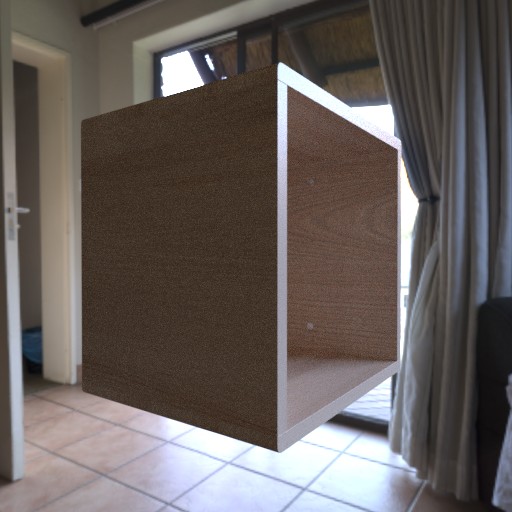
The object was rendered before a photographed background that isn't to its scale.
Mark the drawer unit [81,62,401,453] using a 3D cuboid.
[{"bbox_3d":[0.000,0.000,0.609,0.290,0.344,0.344,0,1,35],"label":"drawer unit"}]
